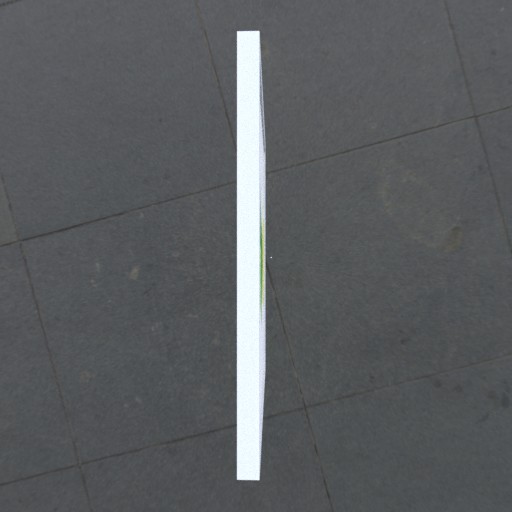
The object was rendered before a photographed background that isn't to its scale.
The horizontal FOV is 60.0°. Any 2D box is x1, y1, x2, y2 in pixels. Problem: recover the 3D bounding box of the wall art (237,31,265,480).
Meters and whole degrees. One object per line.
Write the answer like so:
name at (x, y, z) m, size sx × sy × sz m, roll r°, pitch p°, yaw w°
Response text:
wall art at (0.000, 0.000, 1.133) m, size 0.038 × 0.761 × 0.763 m, roll 0°, pitch 90°, yaw 2°
